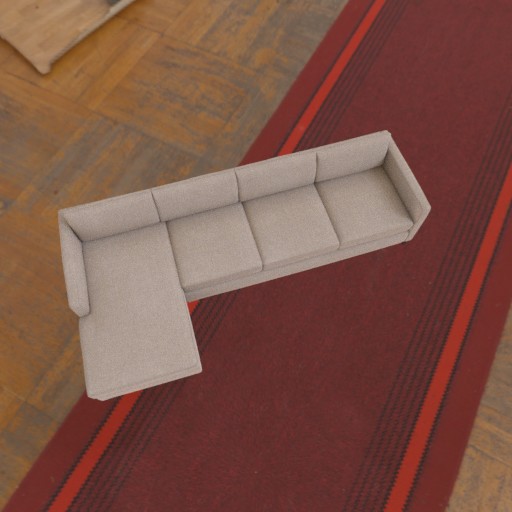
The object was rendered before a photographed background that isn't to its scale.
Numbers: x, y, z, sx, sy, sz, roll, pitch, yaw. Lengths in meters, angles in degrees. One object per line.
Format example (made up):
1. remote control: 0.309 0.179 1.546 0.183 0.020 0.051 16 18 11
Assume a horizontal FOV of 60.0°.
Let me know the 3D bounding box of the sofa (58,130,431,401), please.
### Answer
1. sofa: 0.000 0.000 3.604 2.923 0.816 1.469 -15 65 -7
